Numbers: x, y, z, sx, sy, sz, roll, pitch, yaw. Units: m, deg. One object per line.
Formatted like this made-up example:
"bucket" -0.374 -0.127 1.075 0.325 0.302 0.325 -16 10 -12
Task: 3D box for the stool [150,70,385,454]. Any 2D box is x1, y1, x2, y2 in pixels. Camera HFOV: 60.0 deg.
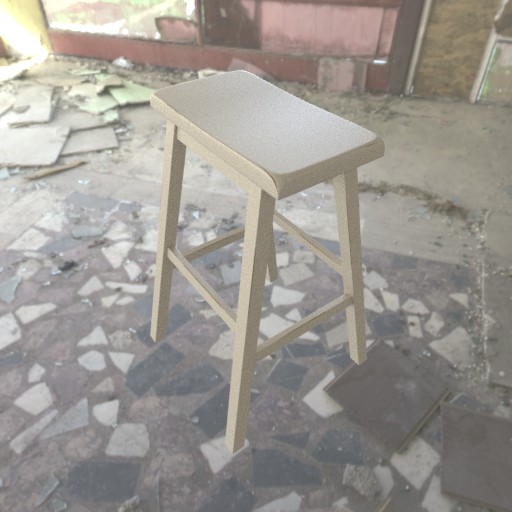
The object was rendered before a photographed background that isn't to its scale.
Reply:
"stool" 0.000 0.000 1.097 0.476 0.737 0.457 -26 47 -26
